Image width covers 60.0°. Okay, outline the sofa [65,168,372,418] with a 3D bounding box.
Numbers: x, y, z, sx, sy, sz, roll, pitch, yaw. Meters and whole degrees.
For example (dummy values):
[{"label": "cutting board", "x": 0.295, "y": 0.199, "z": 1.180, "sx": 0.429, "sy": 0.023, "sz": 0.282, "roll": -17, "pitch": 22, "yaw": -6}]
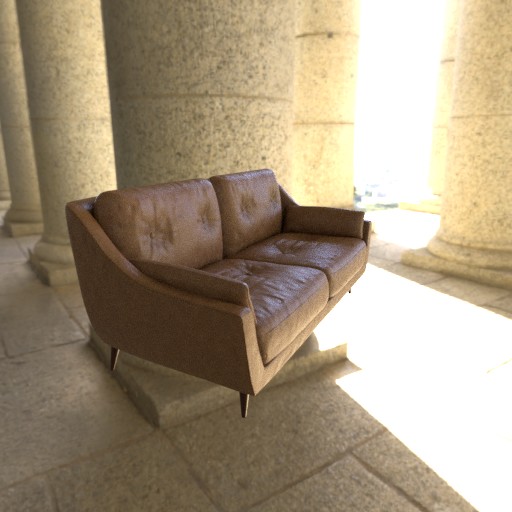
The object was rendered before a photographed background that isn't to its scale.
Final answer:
[{"label": "sofa", "x": 0.000, "y": 0.000, "z": 2.437, "sx": 0.904, "sy": 0.839, "sz": 1.902, "roll": 7, "pitch": 17, "yaw": 25}]
